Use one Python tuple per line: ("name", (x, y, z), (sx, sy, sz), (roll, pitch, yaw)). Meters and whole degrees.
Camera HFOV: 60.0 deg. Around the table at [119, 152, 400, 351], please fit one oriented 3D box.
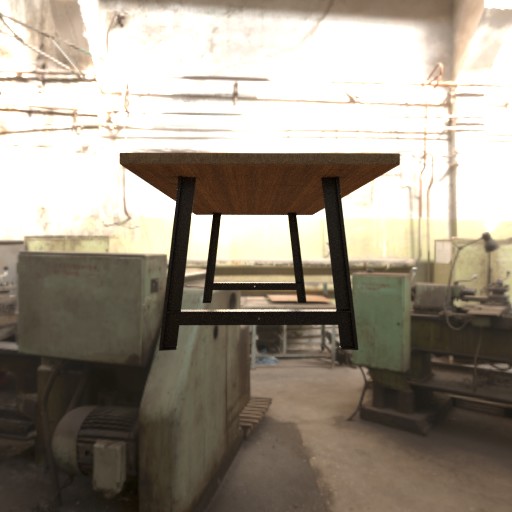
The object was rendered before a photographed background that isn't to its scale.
("table", (0.000, 0.000, 2.675), (1.000, 0.757, 2.200), (0, 1, -1))
